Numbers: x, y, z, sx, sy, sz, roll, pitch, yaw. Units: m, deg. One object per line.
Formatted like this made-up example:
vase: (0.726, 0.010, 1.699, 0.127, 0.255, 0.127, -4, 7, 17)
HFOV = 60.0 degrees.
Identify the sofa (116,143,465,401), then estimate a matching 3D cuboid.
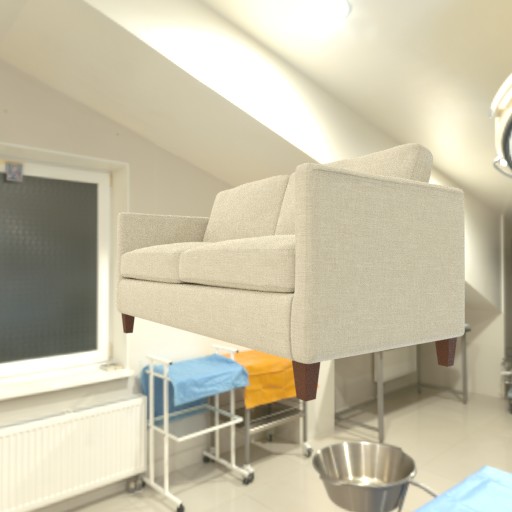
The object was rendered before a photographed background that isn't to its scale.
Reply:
sofa: (0.000, 0.000, 2.384, 0.950, 0.963, 1.838, 1, -1, -36)
